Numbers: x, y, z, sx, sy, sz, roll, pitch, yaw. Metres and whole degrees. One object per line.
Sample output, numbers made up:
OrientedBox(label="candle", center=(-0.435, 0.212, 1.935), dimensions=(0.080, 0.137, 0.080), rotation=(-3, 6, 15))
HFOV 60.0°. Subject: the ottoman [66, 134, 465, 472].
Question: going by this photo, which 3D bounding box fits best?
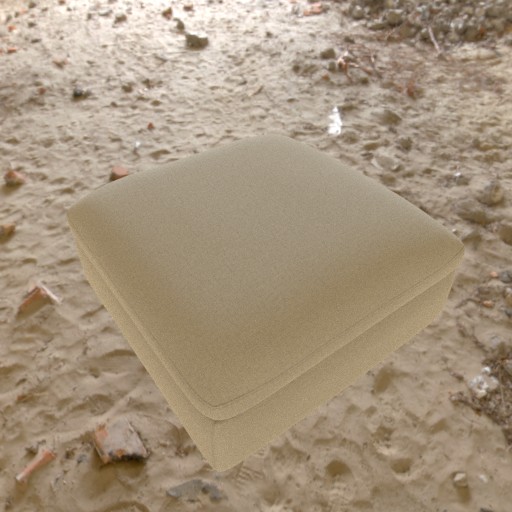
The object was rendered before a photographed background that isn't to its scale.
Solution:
OrientedBox(label="ottoman", center=(0.000, 0.000, 1.528), dimensions=(0.977, 0.467, 0.996), rotation=(-26, 47, -27))
